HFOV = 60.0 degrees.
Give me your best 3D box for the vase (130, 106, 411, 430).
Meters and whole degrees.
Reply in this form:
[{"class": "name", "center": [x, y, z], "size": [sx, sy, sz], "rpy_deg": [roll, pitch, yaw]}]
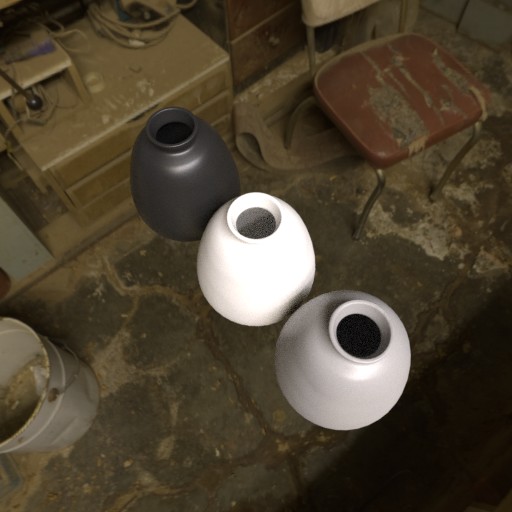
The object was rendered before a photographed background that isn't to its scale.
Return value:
[{"class": "vase", "center": [0.000, 0.000, 0.350], "size": [0.097, 0.122, 0.297], "rpy_deg": [-36, 69, -16]}]
